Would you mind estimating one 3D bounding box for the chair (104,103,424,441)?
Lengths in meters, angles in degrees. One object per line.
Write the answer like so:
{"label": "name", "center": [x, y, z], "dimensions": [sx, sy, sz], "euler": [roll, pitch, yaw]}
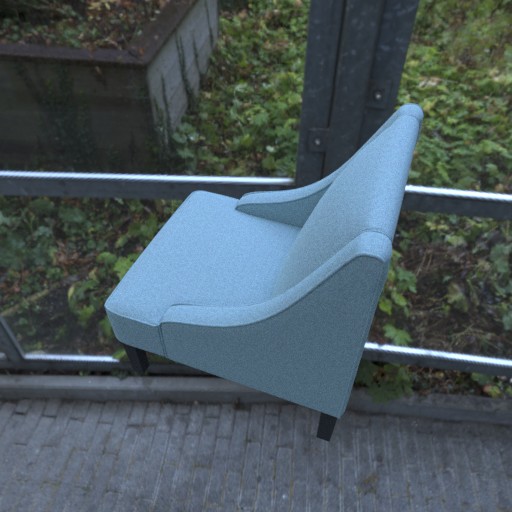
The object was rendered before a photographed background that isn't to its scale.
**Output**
{"label": "chair", "center": [0.000, 0.000, 1.869], "dimensions": [1.025, 1.133, 0.857], "euler": [15, 47, 15]}
